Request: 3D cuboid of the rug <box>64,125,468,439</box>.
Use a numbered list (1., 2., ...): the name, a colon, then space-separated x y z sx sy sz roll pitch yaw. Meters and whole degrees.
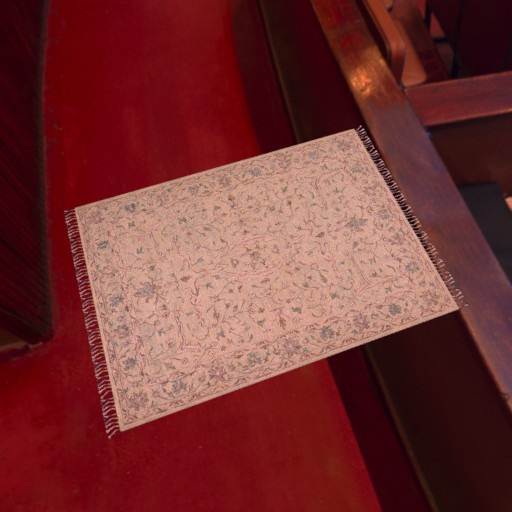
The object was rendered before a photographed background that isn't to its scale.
1. rug: 0.000 0.000 2.309 1.802 0.008 1.247 -18 65 -8
